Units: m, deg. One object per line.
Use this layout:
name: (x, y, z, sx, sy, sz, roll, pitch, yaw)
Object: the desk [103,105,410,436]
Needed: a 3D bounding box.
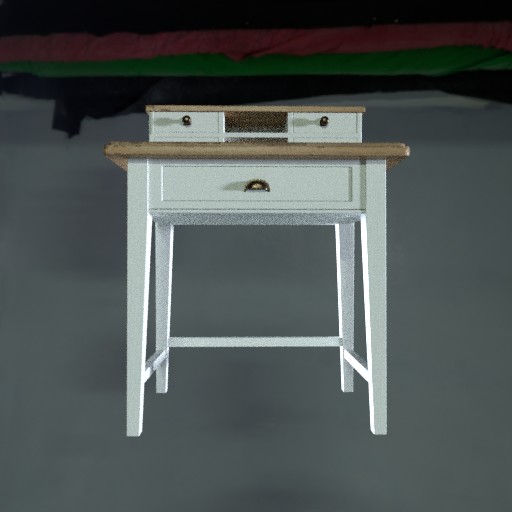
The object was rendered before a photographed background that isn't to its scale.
desk: (0.000, 0.000, 1.407, 0.814, 0.981, 0.462, 0, 0, -1)
